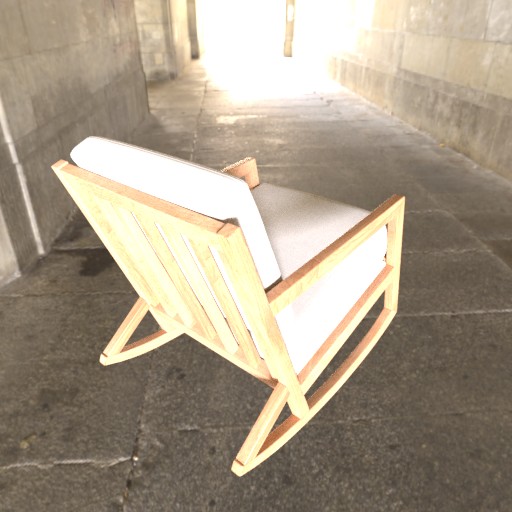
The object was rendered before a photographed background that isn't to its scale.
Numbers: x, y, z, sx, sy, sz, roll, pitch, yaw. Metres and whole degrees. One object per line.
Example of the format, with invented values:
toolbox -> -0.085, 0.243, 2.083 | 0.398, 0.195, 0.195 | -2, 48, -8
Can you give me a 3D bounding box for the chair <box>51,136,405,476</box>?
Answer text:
chair -> 0.000, 0.000, 1.375 | 0.622, 0.790, 0.857 | 23, 36, 35
